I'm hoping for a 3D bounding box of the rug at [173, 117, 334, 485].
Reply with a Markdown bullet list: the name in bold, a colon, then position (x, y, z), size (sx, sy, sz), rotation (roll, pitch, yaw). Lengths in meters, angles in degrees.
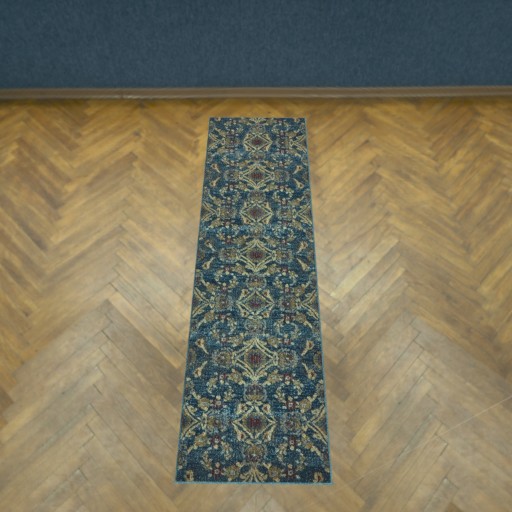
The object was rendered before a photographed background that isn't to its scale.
- **rug**: position (0.000, 0.000, 2.496), size (0.685, 0.014, 2.292), rotation (0, 58, 0)
